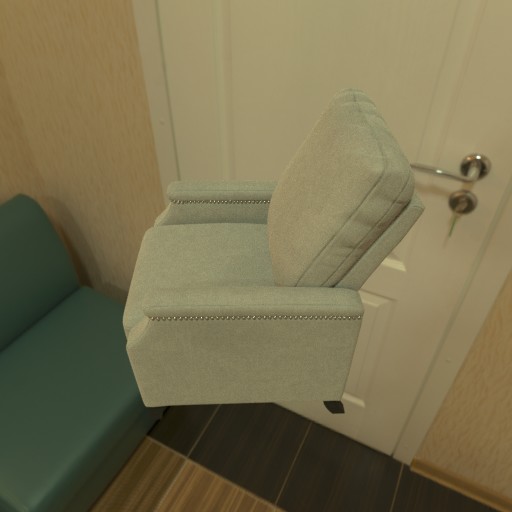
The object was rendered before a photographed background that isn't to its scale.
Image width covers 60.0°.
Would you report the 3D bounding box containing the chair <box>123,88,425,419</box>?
[{"bbox_3d":[0.000,0.000,1.629,0.922,1.049,0.710,-1,41,-1],"label":"chair"}]
